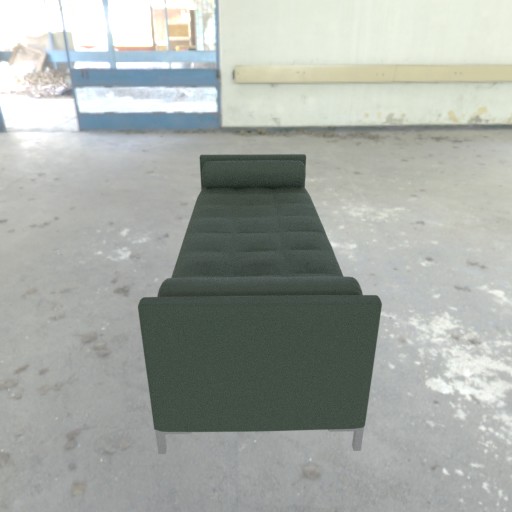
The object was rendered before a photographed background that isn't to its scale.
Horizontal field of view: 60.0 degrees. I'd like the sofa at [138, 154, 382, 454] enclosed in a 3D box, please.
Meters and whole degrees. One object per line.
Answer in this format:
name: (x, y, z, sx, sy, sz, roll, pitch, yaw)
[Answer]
sofa: (0.000, 0.000, 2.452, 0.797, 0.657, 2.102, 0, 26, -1)
